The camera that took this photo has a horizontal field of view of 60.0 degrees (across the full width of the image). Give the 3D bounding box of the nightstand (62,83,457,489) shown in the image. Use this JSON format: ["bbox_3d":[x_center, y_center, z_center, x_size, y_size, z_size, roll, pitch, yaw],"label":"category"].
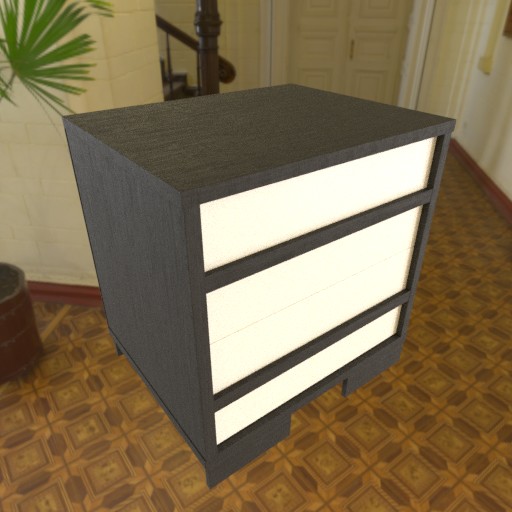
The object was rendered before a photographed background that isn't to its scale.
[{"bbox_3d":[0.000,0.000,0.730,0.427,0.448,0.347,-21,37,-31],"label":"nightstand"}]
